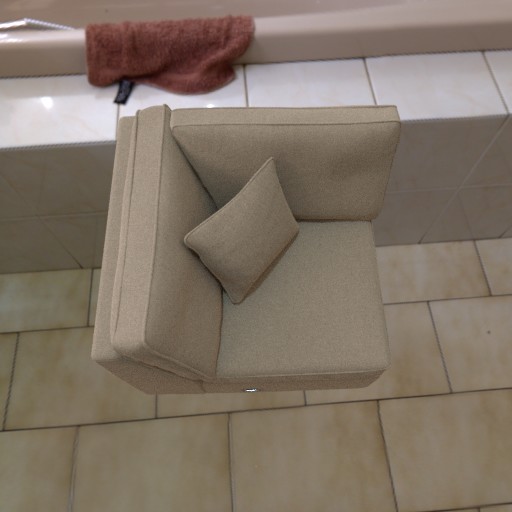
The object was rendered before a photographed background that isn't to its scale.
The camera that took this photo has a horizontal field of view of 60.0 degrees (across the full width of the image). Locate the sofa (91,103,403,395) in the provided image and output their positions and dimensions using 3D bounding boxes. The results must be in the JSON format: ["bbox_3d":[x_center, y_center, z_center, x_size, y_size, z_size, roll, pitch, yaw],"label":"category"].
[{"bbox_3d":[0.000,0.000,1.974,1.146,1.002,1.084,-2,65,-1],"label":"sofa"}]
